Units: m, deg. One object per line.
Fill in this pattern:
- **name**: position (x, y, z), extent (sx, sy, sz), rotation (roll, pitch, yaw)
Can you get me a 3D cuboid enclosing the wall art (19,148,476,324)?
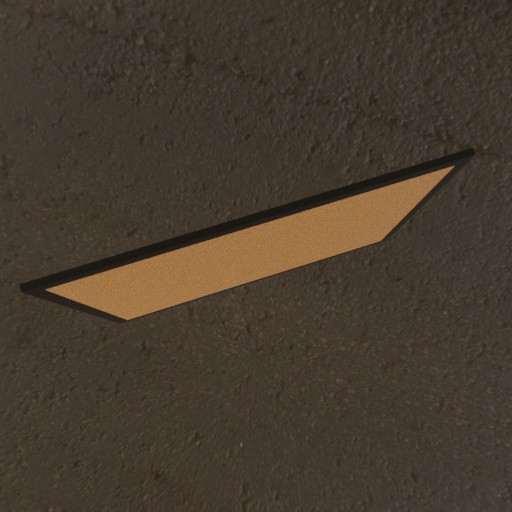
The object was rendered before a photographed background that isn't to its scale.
- **wall art**: position (0.000, 0.000, 1.029), extent (0.819, 0.552, 0.015), rotation (-17, 77, -4)
